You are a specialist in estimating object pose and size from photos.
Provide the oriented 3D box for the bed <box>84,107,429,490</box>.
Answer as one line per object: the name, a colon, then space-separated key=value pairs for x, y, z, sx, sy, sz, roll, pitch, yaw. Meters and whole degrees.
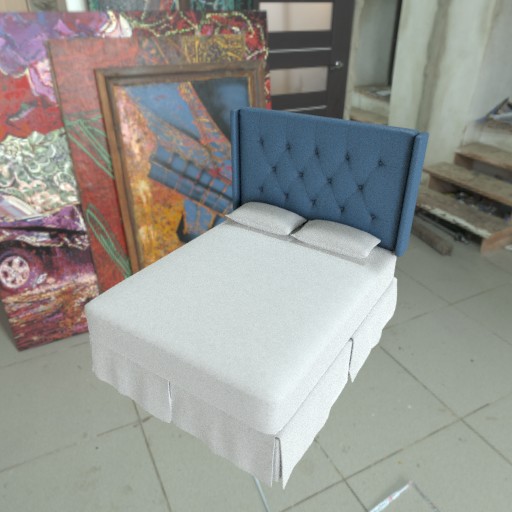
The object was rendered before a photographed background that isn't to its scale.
bed: x=0.000 y=0.000 z=3.299 sx=1.719 sy=1.665 sz=2.078 roll=18 pitch=35 yaw=29
